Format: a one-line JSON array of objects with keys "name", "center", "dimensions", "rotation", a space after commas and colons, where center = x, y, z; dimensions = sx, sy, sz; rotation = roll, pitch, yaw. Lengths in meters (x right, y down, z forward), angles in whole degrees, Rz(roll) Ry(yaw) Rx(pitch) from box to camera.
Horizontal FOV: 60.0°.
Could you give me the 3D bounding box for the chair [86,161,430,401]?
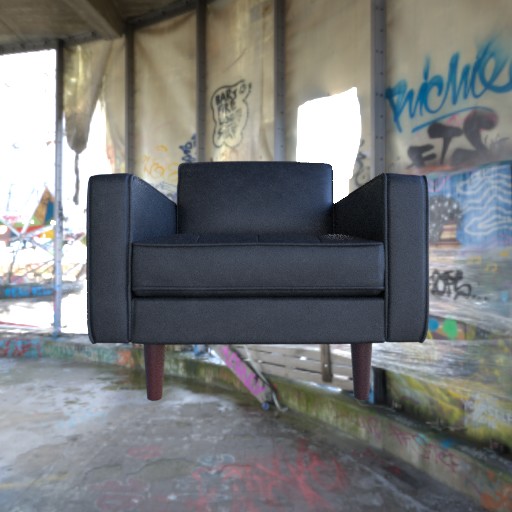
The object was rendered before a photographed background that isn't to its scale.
[{"name": "chair", "center": [0.000, 0.000, 1.549], "dimensions": [0.889, 0.763, 0.914], "rotation": [0, 0, -1]}]
